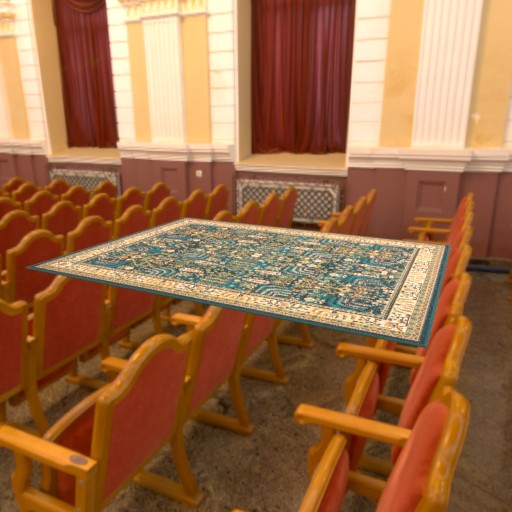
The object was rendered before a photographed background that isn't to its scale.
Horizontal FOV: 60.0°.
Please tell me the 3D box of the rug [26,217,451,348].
[{"bbox_3d":[0.000,0.000,3.890,3.044,0.015,2.226,8,18,25],"label":"rug"}]
